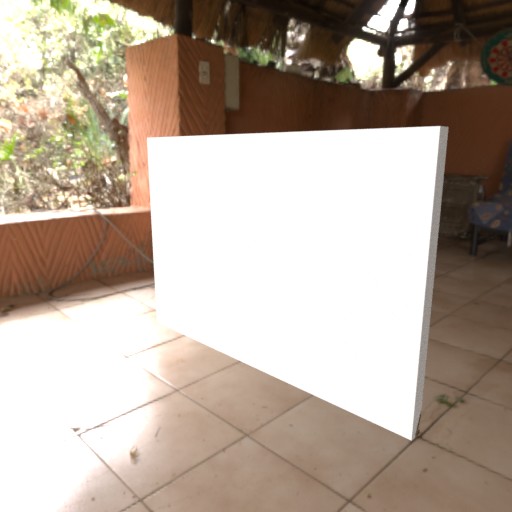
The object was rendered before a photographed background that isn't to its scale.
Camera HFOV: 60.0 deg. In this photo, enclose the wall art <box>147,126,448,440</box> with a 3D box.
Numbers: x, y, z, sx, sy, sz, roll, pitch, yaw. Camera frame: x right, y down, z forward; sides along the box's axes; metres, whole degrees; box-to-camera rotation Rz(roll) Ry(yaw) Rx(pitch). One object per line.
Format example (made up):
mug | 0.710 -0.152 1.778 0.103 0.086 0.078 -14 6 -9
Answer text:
wall art | 0.000 0.000 1.128 0.898 0.601 0.038 13 18 43
